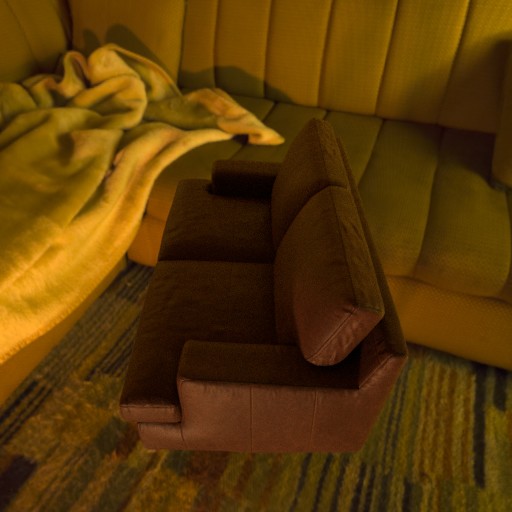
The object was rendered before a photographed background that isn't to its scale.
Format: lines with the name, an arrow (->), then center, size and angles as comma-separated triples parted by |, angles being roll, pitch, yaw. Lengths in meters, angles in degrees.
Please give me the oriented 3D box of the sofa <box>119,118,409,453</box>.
sofa -> 0.000, 0.000, 2.472 | 1.143, 0.939, 1.880 | 0, 40, 0
